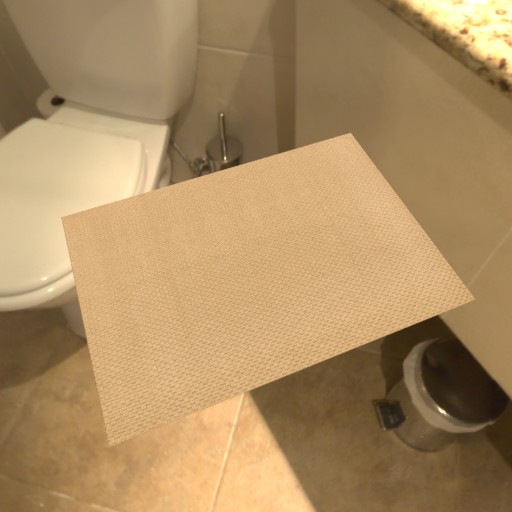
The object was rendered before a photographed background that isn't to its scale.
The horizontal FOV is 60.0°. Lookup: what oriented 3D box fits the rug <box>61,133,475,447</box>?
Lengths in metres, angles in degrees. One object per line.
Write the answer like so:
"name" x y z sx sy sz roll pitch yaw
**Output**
"rug" 0.000 0.000 2.744 2.144 0.013 1.509 -19 59 -12
